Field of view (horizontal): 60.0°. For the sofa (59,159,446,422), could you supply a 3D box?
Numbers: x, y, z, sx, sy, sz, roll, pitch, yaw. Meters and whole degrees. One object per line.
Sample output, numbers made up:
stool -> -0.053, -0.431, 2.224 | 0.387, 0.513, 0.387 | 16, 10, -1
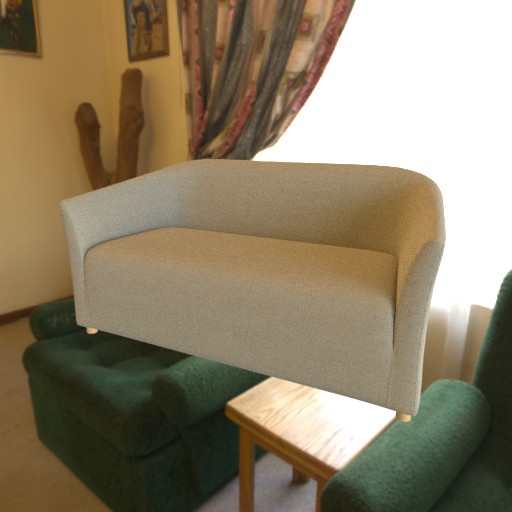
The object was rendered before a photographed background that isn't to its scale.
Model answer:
sofa -> 0.000, 0.000, 1.819 | 1.452, 0.721, 0.705 | 8, 18, 26
